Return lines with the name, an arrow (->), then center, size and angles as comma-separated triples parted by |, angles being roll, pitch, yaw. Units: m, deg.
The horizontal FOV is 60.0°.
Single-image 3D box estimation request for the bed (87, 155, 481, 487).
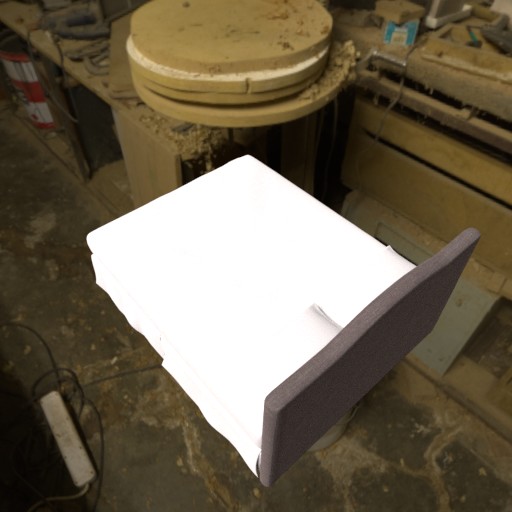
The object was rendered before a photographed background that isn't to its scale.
bed -> 0.000, 0.000, 3.907 | 2.161, 1.457, 2.689 | -32, 55, -26
